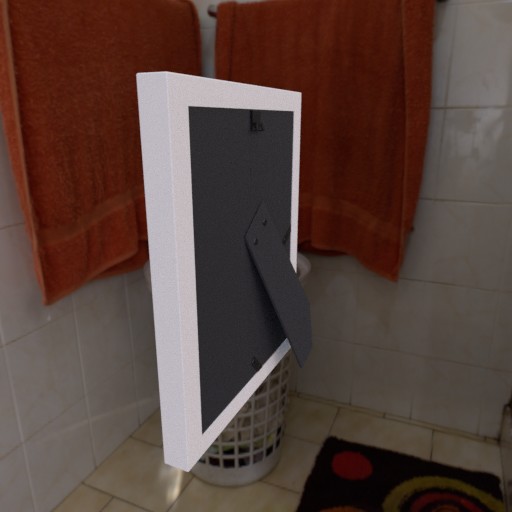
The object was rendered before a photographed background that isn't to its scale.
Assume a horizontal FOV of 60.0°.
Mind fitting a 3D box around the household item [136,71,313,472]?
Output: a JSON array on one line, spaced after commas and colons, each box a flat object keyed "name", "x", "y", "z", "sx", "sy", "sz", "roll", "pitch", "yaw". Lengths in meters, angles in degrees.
[{"name": "household item", "x": 0.000, "y": 0.000, "z": 0.346, "sx": 0.045, "sy": 0.250, "sz": 0.200, "roll": 8, "pitch": 19, "yaw": 24}]
